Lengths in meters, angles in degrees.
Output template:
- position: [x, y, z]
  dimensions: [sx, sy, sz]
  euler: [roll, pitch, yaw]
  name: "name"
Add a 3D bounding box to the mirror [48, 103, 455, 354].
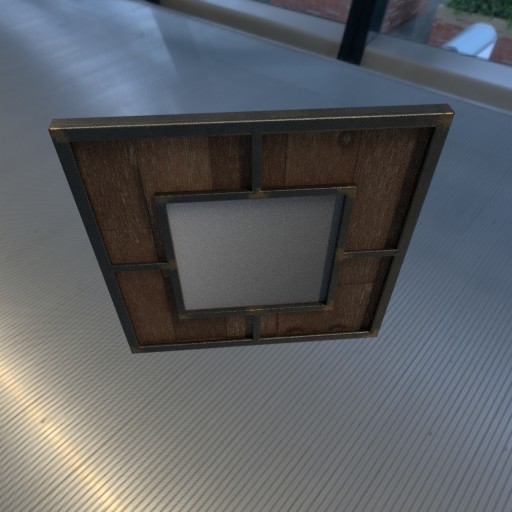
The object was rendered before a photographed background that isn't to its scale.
- position: [0.000, 0.000, 0.556]
  dimensions: [0.382, 0.381, 0.020]
  euler: [-3, 46, -3]
  name: "mirror"
